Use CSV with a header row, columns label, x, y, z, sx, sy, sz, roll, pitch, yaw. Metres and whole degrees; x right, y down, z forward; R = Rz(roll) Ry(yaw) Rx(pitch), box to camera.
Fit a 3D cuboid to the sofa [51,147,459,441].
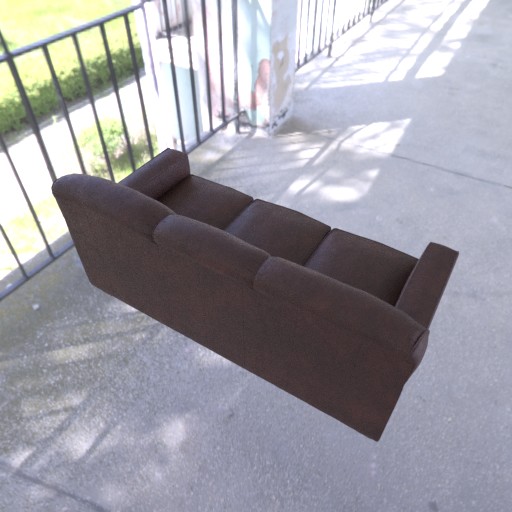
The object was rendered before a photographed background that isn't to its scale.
label,x,y,z,sx,sy,sz,roll,pitch,yaw
sofa,0.000,0.000,2.582,2.039,0.953,1.008,23,49,22
